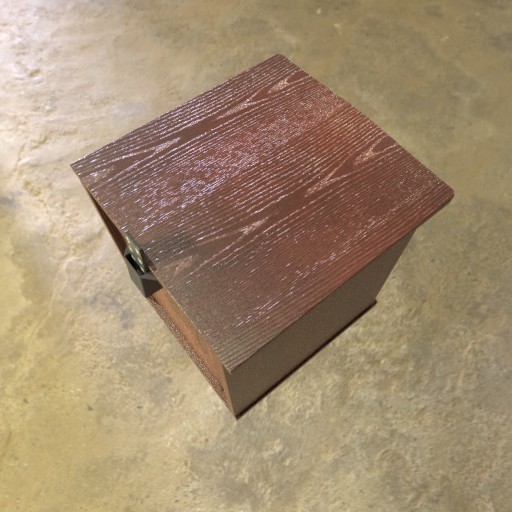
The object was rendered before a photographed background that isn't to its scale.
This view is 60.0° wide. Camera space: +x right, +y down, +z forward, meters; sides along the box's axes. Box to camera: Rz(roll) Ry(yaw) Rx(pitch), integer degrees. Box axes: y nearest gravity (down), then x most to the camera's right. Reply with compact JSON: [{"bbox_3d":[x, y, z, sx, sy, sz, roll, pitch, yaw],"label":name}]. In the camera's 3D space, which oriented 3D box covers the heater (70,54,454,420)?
[{"bbox_3d":[0.000,0.000,0.767,0.400,0.481,0.362,-35,67,-18],"label":"heater"}]
